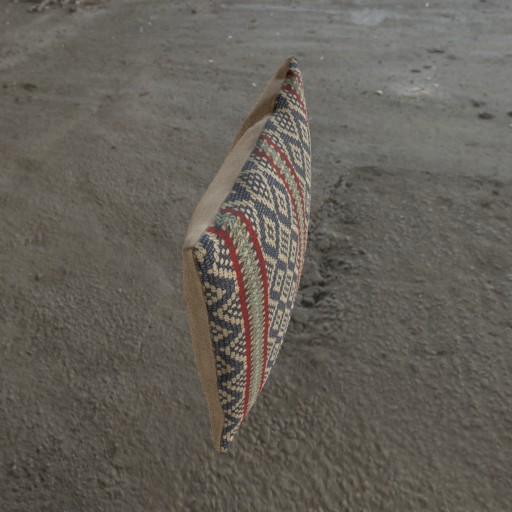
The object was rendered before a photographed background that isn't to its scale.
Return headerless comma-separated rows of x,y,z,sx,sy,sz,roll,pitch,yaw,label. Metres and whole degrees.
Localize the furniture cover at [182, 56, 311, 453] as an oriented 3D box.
0.000,0.000,0.664,0.139,0.431,0.431,11,46,10,furniture cover
